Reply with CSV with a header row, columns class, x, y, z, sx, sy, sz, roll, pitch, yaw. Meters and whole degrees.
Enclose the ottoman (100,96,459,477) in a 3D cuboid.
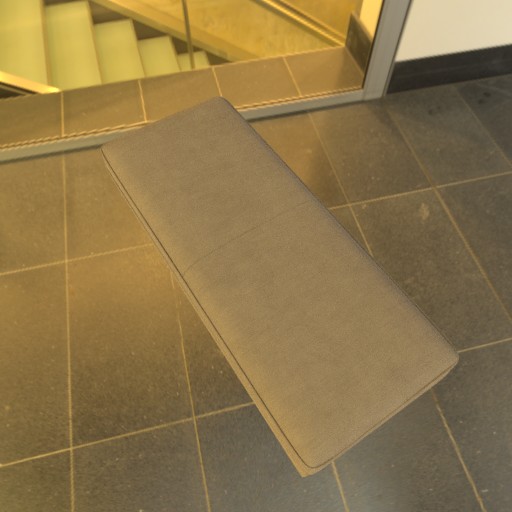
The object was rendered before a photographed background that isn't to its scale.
class,x,y,z,sx,sy,sz,roll,pitch,yaw
ottoman,0.000,0.000,2.053,0.751,0.470,1.764,-29,63,-16
